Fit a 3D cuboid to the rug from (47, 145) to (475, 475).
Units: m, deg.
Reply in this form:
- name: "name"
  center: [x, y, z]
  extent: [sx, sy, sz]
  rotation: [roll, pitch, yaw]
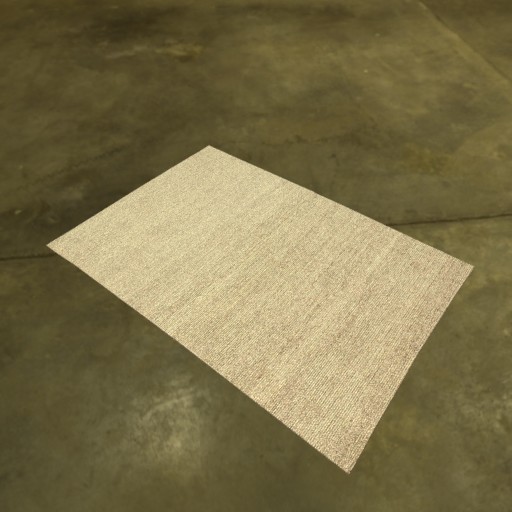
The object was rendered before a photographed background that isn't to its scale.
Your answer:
- name: "rug"
  center: [0.000, 0.000, 2.911]
  extent: [2.342, 0.030, 1.609]
  rotation: [30, 52, 26]
